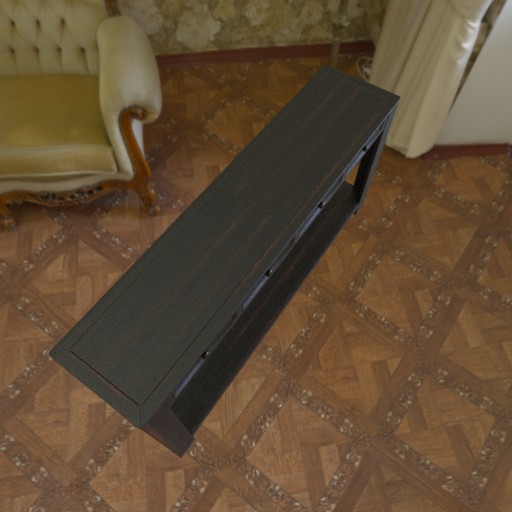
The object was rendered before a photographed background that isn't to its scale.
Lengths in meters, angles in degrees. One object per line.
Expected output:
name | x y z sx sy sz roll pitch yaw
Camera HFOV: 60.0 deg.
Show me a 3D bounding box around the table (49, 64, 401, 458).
table | 0.000 0.000 1.934 0.384 0.762 1.631 31 65 17
